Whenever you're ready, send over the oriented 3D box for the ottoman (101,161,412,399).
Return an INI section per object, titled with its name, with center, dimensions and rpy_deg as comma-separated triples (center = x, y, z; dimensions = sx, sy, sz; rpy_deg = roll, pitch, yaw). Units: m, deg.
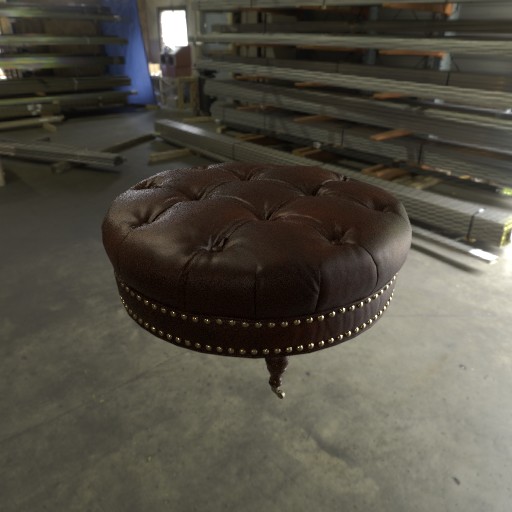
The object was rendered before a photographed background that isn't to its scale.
[ottoman]
center = 0.000, 0.000, 1.392
dimensions = 0.901, 0.455, 0.901
rpy_deg = 0, 27, 0
